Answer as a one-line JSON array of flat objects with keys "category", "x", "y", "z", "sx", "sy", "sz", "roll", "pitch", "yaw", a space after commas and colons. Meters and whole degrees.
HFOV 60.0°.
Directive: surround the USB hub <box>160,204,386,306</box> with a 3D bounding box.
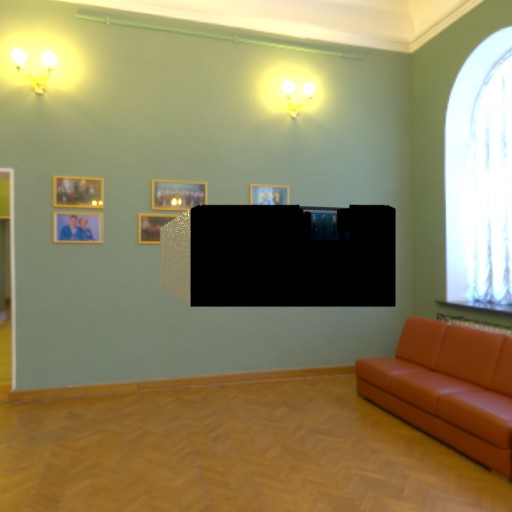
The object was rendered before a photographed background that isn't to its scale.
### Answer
[{"category": "USB hub", "x": 0.000, "y": 0.000, "z": 0.126, "sx": 0.044, "sy": 0.023, "sz": 0.110, "roll": 0, "pitch": 0, "yaw": -18}]
